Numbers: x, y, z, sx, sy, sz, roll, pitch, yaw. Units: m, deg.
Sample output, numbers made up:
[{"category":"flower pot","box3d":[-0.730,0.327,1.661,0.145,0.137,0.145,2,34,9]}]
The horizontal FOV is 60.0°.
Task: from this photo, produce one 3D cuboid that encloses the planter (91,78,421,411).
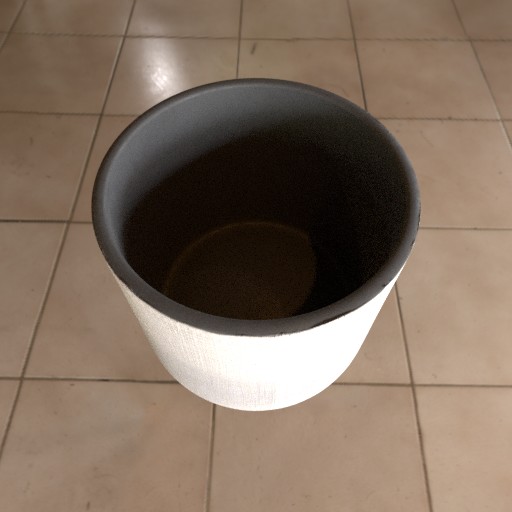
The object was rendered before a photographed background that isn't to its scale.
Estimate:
[{"category":"planter","box3d":[0.000,0.000,0.432,0.254,0.221,0.254,0,59,0]}]
